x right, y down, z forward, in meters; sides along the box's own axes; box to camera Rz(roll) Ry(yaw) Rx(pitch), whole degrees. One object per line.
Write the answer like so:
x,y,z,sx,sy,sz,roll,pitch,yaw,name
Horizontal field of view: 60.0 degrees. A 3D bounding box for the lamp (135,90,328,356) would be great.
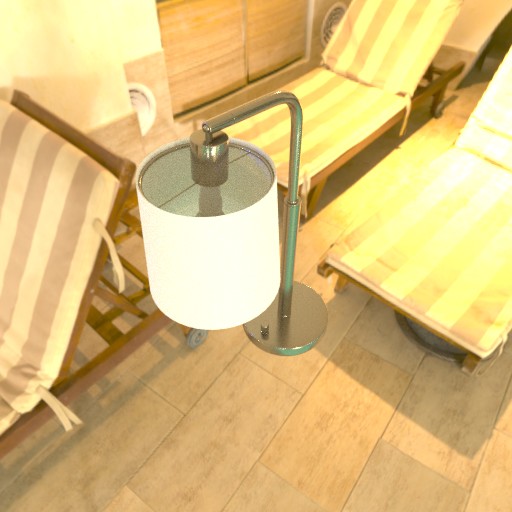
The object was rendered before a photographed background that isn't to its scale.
0.000,0.000,0.645,0.171,0.489,0.333,33,54,27,lamp
